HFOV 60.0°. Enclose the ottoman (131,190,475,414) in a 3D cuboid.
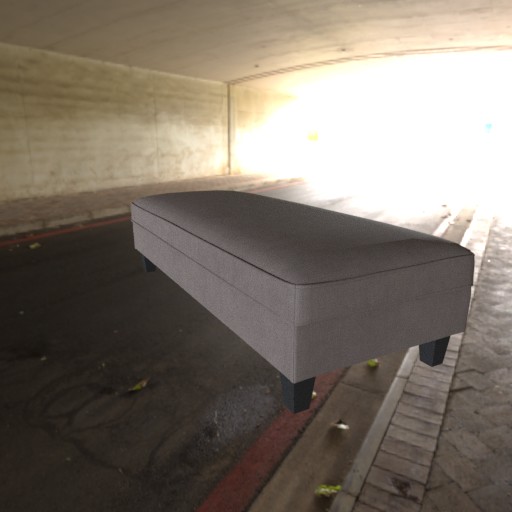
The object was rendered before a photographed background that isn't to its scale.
[{"bbox_3d":[0.000,0.000,2.041,0.751,0.470,1.764,-8,17,-27],"label":"ottoman"}]
